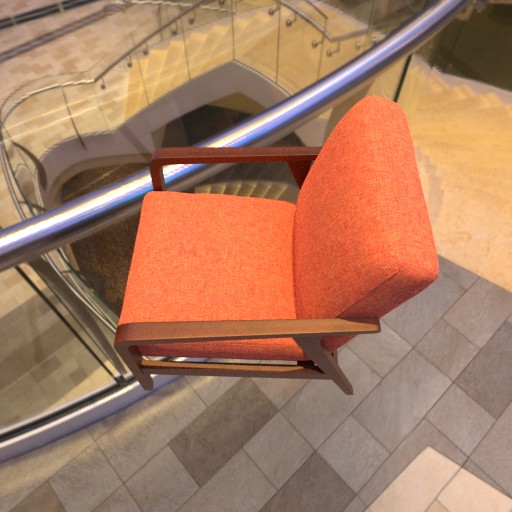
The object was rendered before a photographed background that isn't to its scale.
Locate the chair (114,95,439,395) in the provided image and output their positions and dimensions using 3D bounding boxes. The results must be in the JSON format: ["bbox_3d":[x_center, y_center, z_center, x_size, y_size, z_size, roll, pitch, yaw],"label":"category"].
[{"bbox_3d":[0.000,0.000,1.484,0.860,0.890,0.719,1,58,1],"label":"chair"}]
